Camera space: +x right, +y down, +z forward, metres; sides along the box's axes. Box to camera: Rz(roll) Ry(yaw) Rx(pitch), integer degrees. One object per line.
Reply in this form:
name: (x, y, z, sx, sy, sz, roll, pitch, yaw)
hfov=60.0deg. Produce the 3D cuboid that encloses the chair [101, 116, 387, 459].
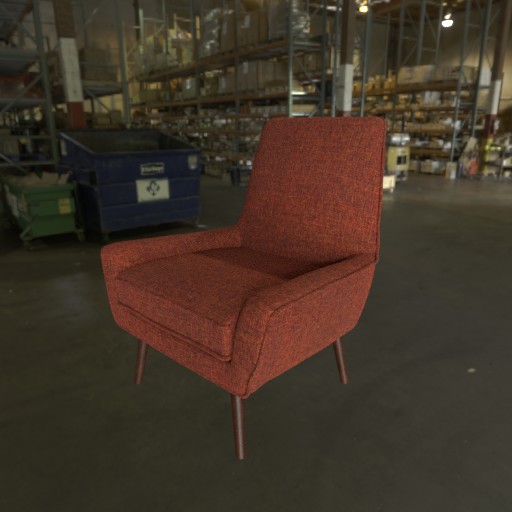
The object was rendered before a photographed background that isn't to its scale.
chair: (0.000, 0.000, 1.509, 0.803, 0.911, 0.784, 15, 22, 42)
